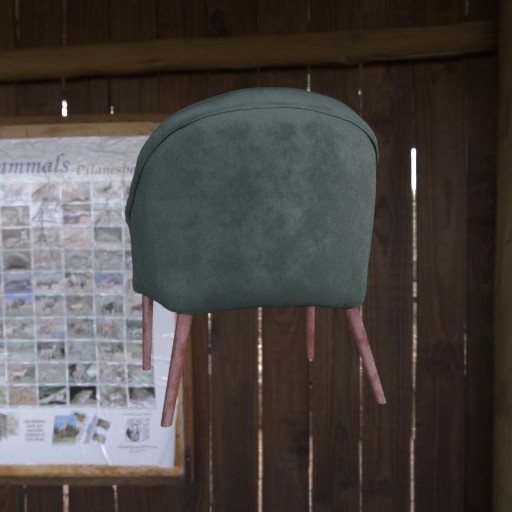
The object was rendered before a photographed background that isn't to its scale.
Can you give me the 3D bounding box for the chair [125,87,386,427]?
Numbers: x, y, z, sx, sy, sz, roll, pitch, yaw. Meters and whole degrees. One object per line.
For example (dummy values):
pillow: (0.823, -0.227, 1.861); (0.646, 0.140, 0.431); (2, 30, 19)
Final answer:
chair: (0.000, 0.000, 1.495); (0.851, 0.885, 0.776); (0, 0, -16)
